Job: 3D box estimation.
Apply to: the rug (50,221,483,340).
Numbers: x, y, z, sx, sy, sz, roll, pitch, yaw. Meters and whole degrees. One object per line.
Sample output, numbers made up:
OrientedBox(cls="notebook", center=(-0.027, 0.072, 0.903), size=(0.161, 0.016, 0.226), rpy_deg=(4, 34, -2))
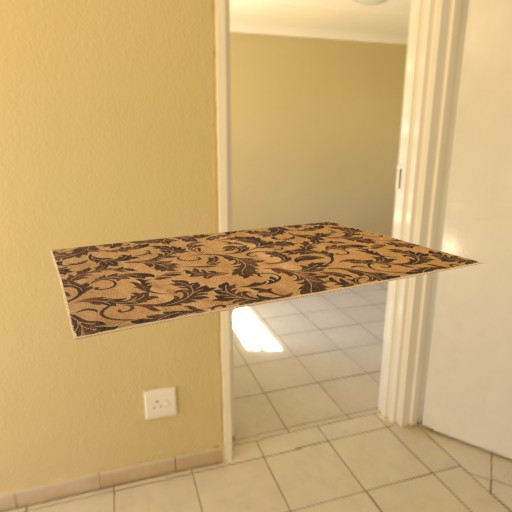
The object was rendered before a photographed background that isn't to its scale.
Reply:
OrientedBox(cls="rug", center=(0.000, 0.000, 2.786), size=(2.284, 0.008, 1.522), rpy_deg=(-8, 17, -26))
